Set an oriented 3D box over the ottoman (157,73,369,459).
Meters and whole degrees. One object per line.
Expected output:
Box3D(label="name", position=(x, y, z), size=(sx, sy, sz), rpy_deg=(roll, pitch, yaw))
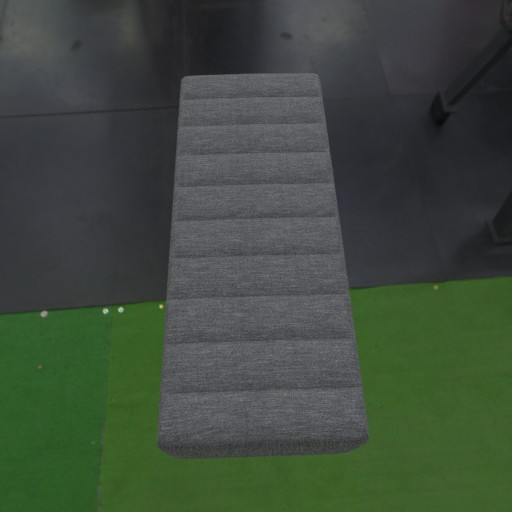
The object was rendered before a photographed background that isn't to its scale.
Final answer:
Box3D(label="ottoman", position=(0.000, 0.000, 1.401), size=(0.482, 0.469, 1.151), rpy_deg=(-2, 63, -1))
